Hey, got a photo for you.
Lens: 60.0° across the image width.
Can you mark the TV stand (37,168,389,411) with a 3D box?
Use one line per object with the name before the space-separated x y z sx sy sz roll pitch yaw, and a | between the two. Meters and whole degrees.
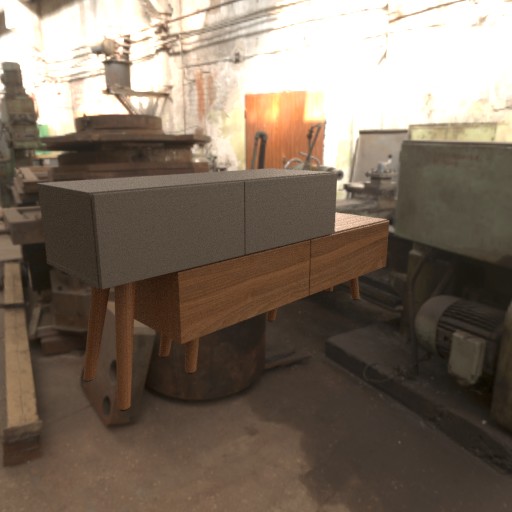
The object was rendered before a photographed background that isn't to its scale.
TV stand | 0.000 0.000 1.611 1.336 0.591 0.329 -14 20 -43
